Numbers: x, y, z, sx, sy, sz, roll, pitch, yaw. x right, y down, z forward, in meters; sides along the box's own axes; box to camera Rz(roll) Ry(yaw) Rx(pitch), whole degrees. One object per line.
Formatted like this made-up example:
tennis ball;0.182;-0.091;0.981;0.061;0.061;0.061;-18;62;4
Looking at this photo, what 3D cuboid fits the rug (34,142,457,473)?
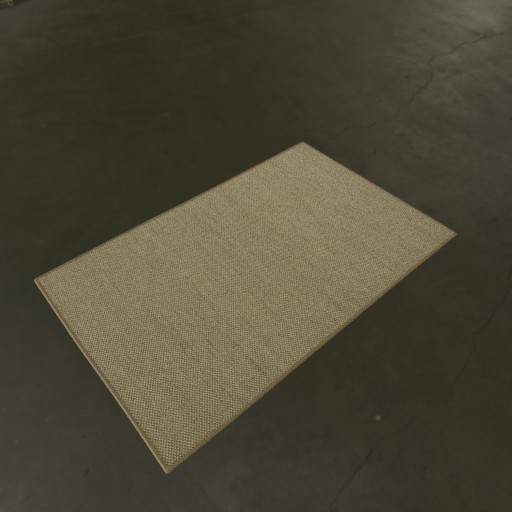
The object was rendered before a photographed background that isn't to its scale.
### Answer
rug;0.000;0.000;2.043;1.667;0.013;1.062;-32;55;-26
